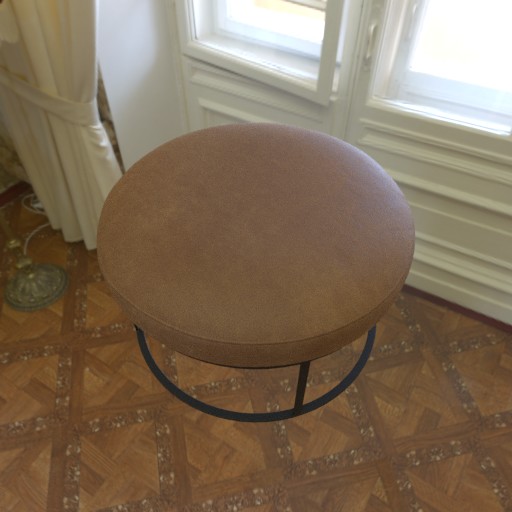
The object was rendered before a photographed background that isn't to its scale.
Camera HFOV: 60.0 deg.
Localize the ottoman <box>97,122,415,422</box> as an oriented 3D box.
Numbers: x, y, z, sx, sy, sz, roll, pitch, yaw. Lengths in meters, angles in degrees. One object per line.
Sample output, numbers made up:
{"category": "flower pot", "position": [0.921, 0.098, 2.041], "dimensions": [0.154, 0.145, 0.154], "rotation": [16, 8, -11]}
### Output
{"category": "ottoman", "position": [0.000, 0.000, 1.213], "dimensions": [0.771, 0.460, 0.771], "rotation": [0, 48, 0]}
